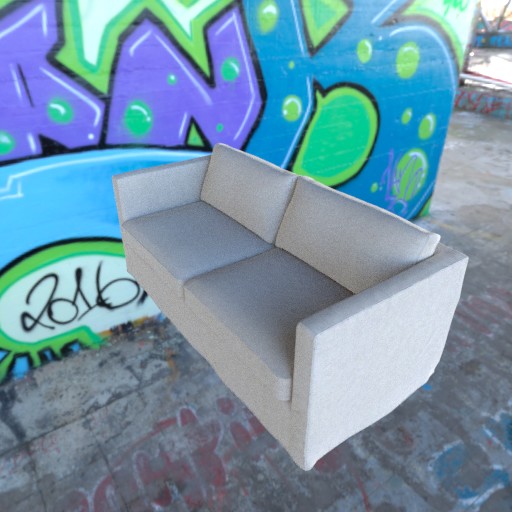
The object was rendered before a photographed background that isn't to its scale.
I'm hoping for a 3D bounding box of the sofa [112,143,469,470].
[{"bbox_3d":[0.000,0.000,2.525,0.962,0.835,1.959,-20,36,-30],"label":"sofa"}]
